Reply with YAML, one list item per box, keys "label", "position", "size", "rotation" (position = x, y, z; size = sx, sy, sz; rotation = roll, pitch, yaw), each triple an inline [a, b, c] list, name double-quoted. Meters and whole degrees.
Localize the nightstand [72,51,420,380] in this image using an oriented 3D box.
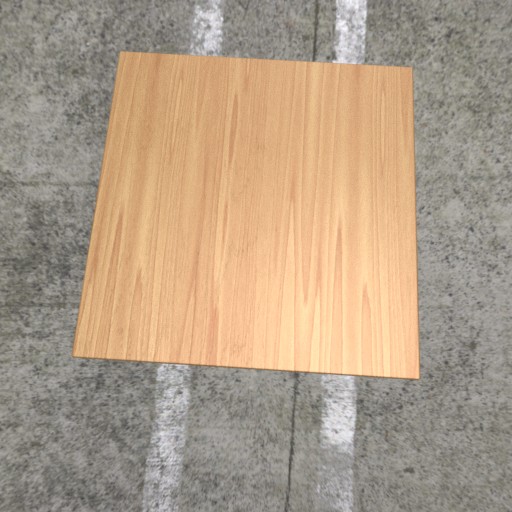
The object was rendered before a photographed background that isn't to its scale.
- label: "nightstand"
  position: [0.000, 0.000, 0.876]
  size: [0.418, 0.614, 0.428]
  rotation: [4, 76, 1]
